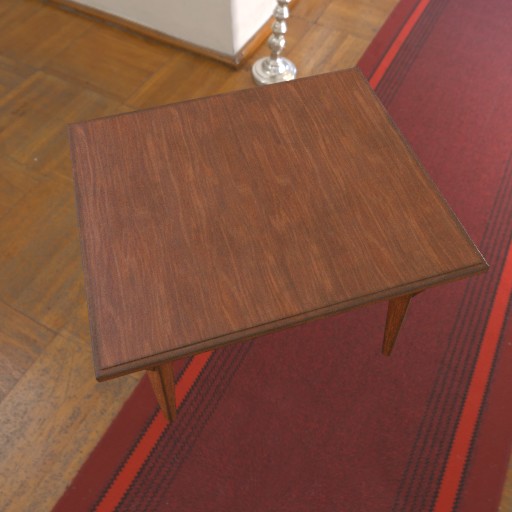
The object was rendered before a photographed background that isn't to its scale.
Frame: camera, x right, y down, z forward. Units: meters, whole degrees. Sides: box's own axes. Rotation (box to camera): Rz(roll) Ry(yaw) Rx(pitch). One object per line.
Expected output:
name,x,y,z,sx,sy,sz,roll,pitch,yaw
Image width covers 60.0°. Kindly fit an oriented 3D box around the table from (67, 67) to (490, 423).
table,0.000,0.000,1.580,0.991,0.761,0.838,-14,60,-8
